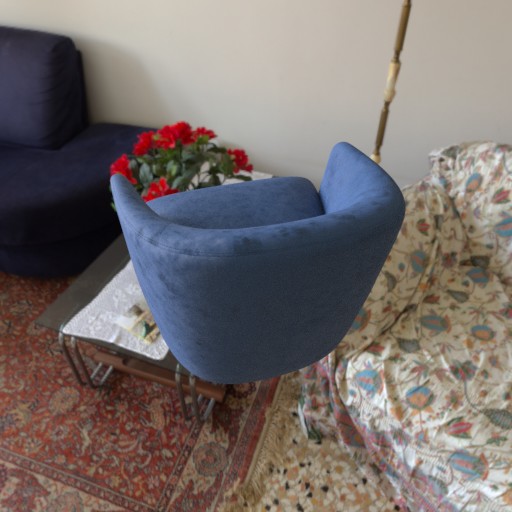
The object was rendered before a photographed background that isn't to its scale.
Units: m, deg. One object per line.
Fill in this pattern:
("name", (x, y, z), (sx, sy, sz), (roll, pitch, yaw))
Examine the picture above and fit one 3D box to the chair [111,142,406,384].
("chair", (0.000, 0.000, 1.384), (0.773, 0.698, 0.767), (-11, 42, -13))
